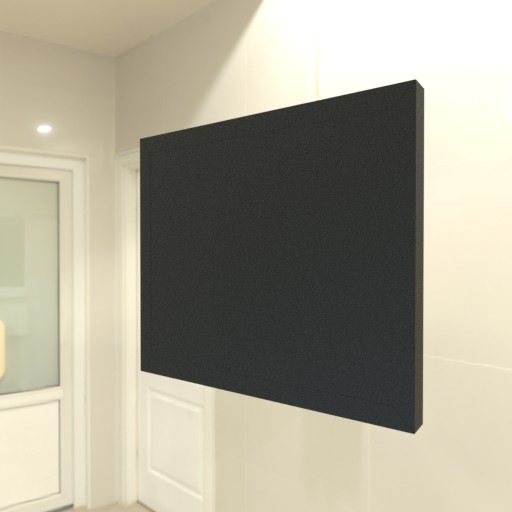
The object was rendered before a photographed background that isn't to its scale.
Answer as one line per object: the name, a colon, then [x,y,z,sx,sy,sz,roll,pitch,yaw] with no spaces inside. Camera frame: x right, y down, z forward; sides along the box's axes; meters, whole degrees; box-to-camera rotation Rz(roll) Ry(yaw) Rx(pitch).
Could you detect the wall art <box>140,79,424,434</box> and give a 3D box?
wall art: [0.000,0.000,0.532,0.381,0.330,0.029,0,1,35]
